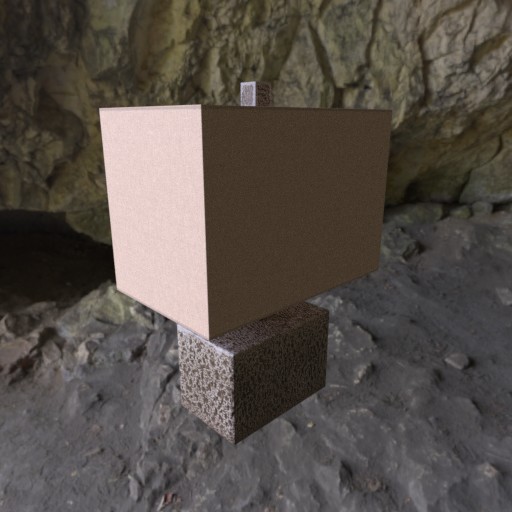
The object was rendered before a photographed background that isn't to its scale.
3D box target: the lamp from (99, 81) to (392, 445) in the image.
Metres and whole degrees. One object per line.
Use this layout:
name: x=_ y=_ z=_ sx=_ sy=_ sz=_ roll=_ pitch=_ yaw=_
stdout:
lamp: x=0.000 y=0.000 z=0.563 sx=0.294 sy=0.411 sz=0.180 roll=-16 pitch=23 yaw=-41
